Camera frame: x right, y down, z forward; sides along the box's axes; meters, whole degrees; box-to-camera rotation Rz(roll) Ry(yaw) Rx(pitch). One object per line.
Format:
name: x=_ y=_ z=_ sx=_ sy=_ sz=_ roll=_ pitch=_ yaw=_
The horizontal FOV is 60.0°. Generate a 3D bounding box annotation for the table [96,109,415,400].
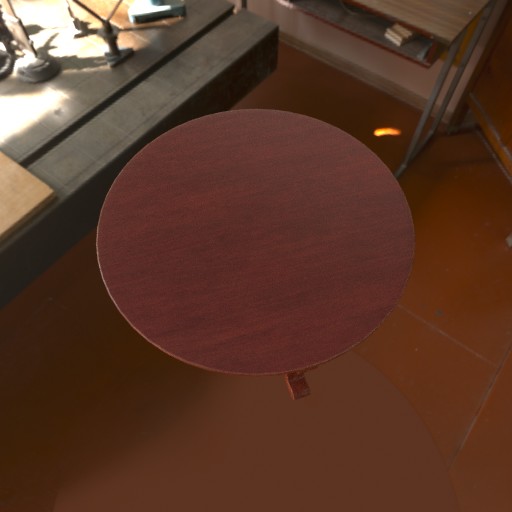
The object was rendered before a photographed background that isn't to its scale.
table: x=0.000 y=0.000 z=1.653 sx=1.029 sy=0.486 sz=1.029 roll=0 pitch=60 yaw=0
